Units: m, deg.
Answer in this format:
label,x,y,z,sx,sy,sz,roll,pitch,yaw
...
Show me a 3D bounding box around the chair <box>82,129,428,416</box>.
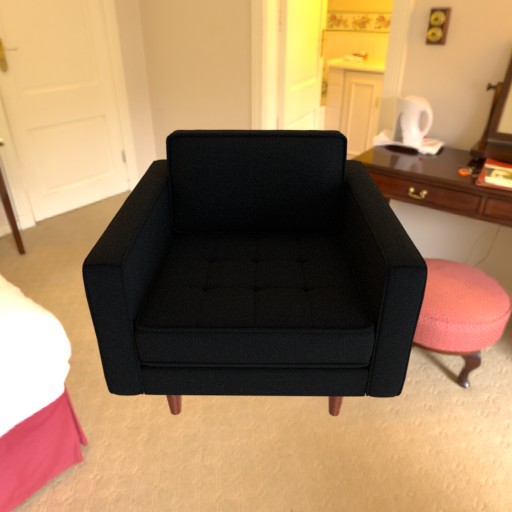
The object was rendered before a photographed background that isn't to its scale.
label,x,y,z,sx,sy,sz,roll,pitch,yaw
chair,0.000,0.000,1.587,0.899,0.770,0.920,0,29,1
